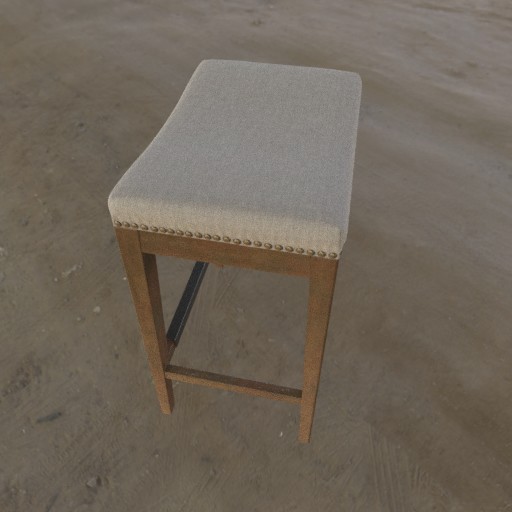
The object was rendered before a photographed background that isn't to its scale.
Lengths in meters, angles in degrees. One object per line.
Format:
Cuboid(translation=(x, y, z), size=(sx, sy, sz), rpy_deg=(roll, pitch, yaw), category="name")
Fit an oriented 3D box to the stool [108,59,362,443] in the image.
Cuboid(translation=(0.000, 0.000, 0.975), size=(0.356, 0.660, 0.508), rpy_deg=(9, 47, 8), category="stool")
